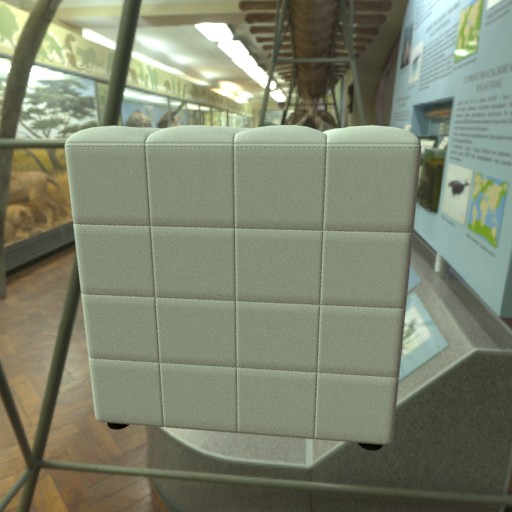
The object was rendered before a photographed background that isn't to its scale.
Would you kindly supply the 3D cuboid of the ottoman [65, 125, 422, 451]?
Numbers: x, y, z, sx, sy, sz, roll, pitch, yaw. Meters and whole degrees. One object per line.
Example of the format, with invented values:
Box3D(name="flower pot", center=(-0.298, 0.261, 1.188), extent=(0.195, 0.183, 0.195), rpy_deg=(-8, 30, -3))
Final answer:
Box3D(name="ottoman", center=(0.000, 0.000, 0.769), extent=(0.425, 0.432, 0.425), rpy_deg=(2, 16, 7))
